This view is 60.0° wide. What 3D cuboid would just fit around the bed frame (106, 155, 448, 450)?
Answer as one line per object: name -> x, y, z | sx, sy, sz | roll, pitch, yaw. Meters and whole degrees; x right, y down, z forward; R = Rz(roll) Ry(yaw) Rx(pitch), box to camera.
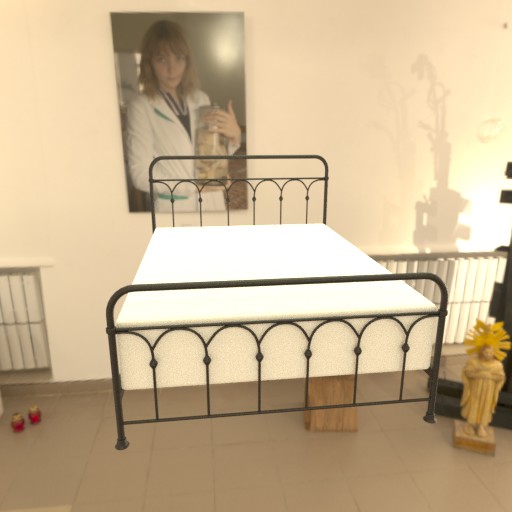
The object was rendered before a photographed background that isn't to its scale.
bed frame -> 0.000, 0.000, 3.115 | 1.664, 1.276, 2.203 | -2, 16, -7
